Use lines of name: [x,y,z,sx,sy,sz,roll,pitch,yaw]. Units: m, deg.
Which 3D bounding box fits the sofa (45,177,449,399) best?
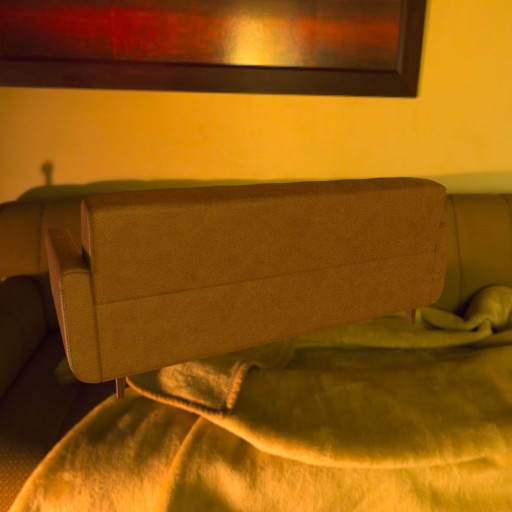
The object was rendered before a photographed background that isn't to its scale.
sofa: [0.000,0.000,2.549,2.137,0.892,0.980,-8,16,-27]
